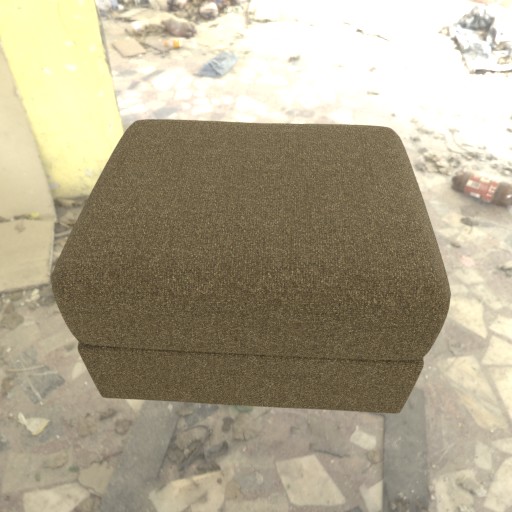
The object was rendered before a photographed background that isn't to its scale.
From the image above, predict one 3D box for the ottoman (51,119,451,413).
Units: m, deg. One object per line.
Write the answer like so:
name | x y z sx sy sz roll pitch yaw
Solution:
ottoman | 0.000 0.000 1.089 0.742 0.476 0.598 2 45 2
